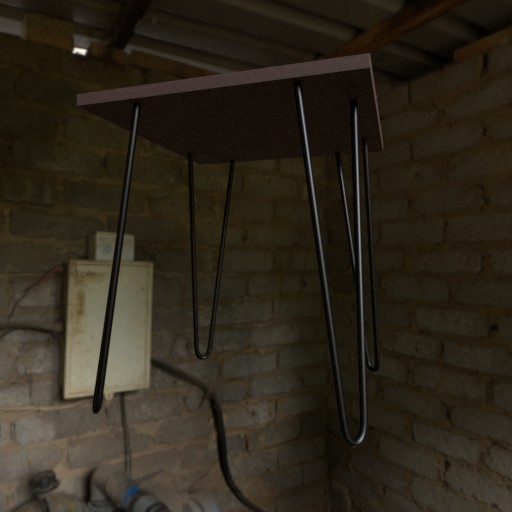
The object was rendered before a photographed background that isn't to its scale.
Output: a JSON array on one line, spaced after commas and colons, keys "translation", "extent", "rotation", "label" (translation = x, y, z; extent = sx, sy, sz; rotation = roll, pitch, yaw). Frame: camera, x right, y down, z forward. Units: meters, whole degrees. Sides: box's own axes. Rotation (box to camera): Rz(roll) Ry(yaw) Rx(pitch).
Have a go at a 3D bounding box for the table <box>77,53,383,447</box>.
[{"translation": [0.000, 0.000, 0.927], "extent": [0.495, 0.559, 0.495], "rotation": [0, -1, 18], "label": "table"}]
